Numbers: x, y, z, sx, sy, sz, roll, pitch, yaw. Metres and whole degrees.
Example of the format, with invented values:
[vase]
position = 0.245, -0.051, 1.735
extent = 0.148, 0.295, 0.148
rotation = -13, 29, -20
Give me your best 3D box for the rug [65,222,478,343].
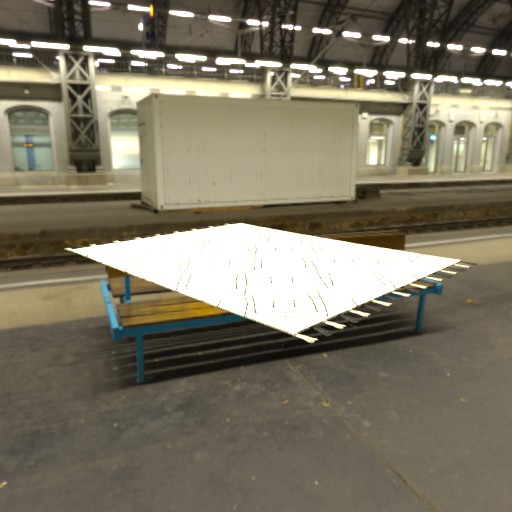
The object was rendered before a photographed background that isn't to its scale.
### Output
[rug]
position = 0.000, 0.000, 4.221
extent = 2.342, 0.026, 3.221
rotation = -13, 19, -43
